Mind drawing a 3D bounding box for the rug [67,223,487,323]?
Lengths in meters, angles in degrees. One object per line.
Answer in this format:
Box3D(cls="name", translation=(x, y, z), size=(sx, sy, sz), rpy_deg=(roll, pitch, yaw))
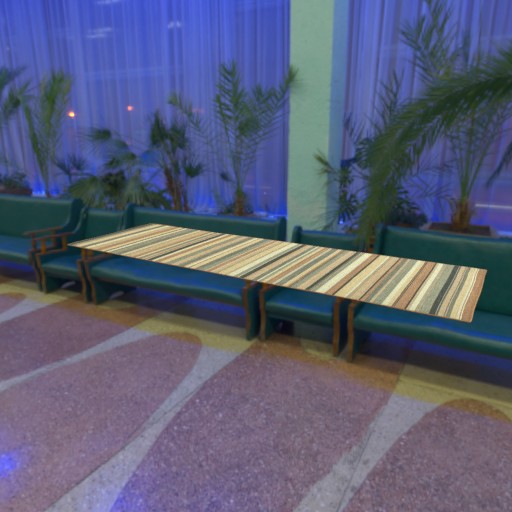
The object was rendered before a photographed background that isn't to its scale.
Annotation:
Box3D(cls="rug", translation=(0.000, 0.000, 2.672), size=(2.444, 0.010, 0.799), rpy_deg=(9, 18, 29))
